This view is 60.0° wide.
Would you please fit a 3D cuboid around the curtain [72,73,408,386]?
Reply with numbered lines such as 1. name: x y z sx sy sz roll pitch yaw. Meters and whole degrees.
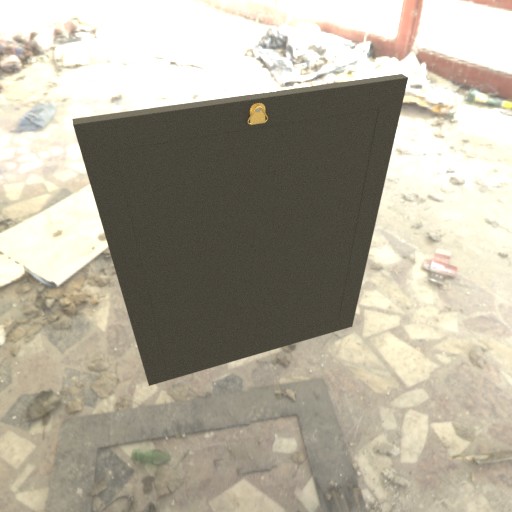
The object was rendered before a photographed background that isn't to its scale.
1. curtain: 0.000 0.000 0.806 0.483 0.585 0.027 -13 43 -14
